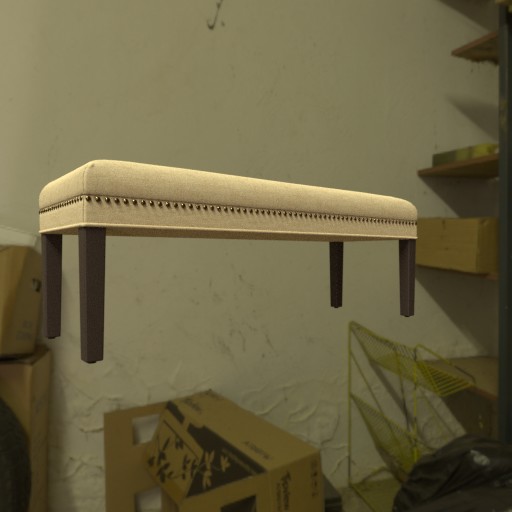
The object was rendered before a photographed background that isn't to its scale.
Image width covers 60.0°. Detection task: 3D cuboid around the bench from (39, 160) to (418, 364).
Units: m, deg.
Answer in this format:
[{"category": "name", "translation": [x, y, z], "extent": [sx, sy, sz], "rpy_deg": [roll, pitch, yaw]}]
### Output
[{"category": "bench", "translation": [0.000, 0.000, 1.446], "extent": [1.219, 0.457, 0.410], "rpy_deg": [0, 0, -38]}]
